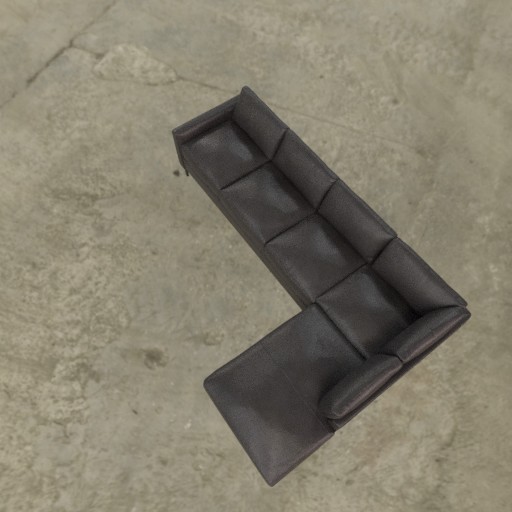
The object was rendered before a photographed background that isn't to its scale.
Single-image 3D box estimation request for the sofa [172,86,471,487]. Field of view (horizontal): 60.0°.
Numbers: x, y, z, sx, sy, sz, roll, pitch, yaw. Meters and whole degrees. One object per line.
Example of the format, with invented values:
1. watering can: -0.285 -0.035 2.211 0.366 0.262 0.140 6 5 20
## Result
1. sofa: 0.000 0.000 3.811 1.938 0.877 2.984 -33 67 -16
